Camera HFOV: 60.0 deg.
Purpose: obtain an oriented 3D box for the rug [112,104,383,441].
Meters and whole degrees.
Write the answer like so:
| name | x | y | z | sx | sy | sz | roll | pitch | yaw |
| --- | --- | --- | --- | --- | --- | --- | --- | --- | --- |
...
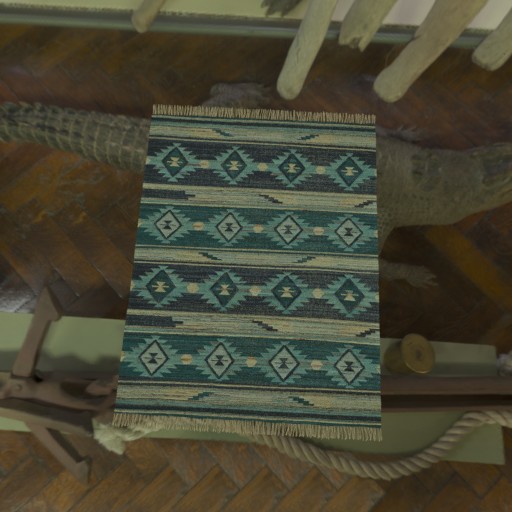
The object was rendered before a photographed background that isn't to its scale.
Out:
| name | x | y | z | sx | sy | sz | roll | pitch | yaw |
| --- | --- | --- | --- | --- | --- | --- | --- | --- | --- |
| rug | 0.000 | 0.000 | 4.368 | 2.418 | 0.047 | 3.307 | 3 | 75 | 1 |
